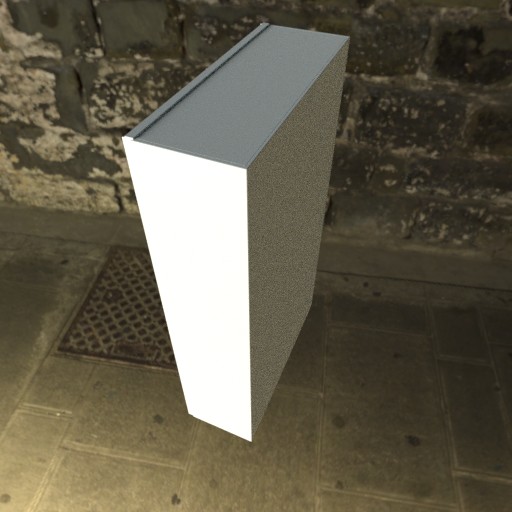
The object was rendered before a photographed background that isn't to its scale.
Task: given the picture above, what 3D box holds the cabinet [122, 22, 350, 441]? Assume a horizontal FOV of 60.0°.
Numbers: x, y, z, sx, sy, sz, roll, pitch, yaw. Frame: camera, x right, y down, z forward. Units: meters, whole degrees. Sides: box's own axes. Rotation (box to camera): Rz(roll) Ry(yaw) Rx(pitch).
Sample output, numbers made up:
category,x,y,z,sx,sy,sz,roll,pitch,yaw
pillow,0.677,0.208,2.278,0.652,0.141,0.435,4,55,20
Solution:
category,x,y,z,sx,sy,sz,roll,pitch,yaw
cabinet,0.000,0.000,2.639,0.480,2.160,1.250,17,48,16
